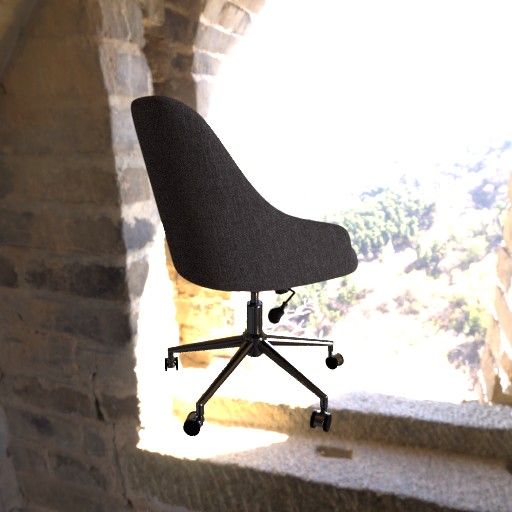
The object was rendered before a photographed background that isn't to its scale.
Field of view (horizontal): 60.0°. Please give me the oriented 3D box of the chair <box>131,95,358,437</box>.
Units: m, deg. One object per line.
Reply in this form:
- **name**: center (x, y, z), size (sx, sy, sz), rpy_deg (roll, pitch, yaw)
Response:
- **chair**: center (0.000, 0.000, 1.440), size (0.712, 0.950, 0.671), rpy_deg (-8, 17, -27)
